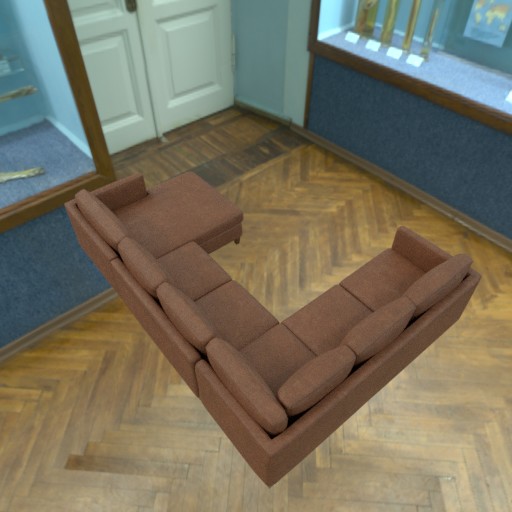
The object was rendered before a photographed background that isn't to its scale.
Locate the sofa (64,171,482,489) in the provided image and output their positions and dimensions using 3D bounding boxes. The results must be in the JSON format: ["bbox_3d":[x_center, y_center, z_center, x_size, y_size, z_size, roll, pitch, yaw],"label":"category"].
[{"bbox_3d":[0.000,0.000,4.584,2.593,0.923,3.460,-30,53,-26],"label":"sofa"}]
